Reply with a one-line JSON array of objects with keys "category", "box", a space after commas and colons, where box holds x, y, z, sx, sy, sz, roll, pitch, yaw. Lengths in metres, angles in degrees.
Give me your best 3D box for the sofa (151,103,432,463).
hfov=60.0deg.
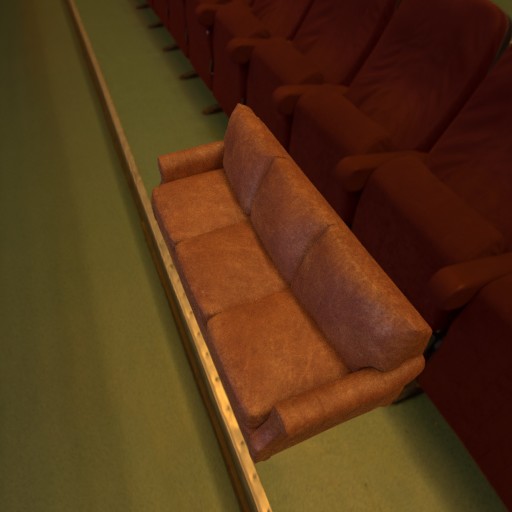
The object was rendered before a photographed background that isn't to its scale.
[{"category": "sofa", "box": [0.000, 0.000, 2.915, 0.973, 0.977, 2.351, -17, 50, -15]}]
